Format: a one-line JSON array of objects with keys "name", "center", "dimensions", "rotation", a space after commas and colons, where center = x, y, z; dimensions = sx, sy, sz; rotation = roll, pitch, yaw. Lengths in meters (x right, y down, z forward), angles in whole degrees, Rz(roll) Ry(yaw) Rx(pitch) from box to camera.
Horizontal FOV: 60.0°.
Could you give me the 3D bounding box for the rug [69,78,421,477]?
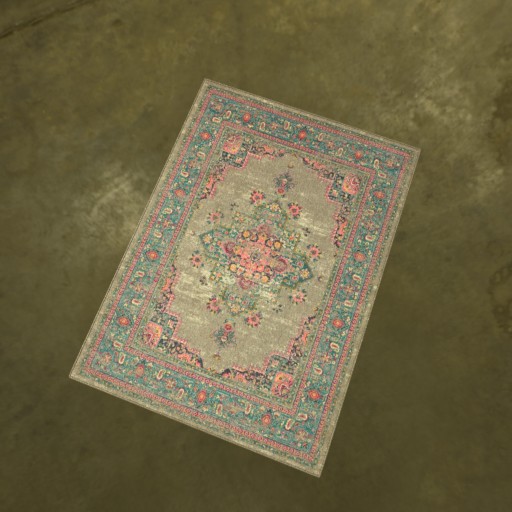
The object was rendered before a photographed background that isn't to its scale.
[{"name": "rug", "center": [0.000, 0.000, 2.867], "dimensions": [1.609, 0.013, 2.214], "rotation": [20, 77, 5]}]
